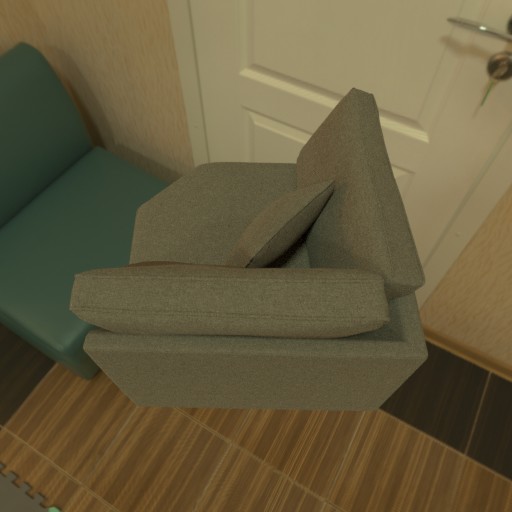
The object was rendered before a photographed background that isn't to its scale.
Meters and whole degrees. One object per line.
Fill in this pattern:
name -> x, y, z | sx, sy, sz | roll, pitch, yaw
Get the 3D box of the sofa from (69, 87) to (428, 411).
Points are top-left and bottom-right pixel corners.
sofa -> 0.000, 0.000, 1.825 | 1.042, 0.951, 1.050 | 1, 58, 0
